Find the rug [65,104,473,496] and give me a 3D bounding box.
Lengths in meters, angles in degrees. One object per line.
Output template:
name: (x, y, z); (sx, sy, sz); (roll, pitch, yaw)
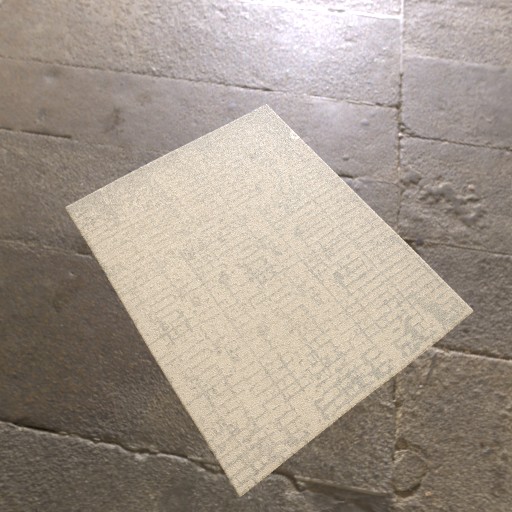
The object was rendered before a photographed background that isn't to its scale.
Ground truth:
rug: (0.000, 0.000, 4.075); (2.447, 0.014, 3.061); (-32, 66, -16)
